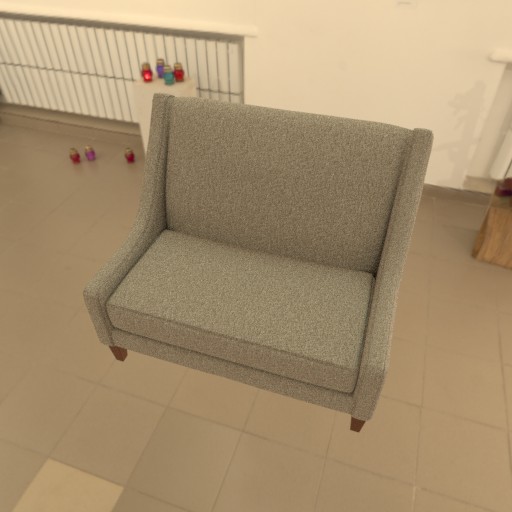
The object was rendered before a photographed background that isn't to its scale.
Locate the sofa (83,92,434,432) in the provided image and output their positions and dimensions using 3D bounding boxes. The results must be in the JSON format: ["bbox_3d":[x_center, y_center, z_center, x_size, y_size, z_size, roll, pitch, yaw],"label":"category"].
[{"bbox_3d":[0.000,0.000,1.936,1.242,1.026,0.862,12,43,14],"label":"sofa"}]
